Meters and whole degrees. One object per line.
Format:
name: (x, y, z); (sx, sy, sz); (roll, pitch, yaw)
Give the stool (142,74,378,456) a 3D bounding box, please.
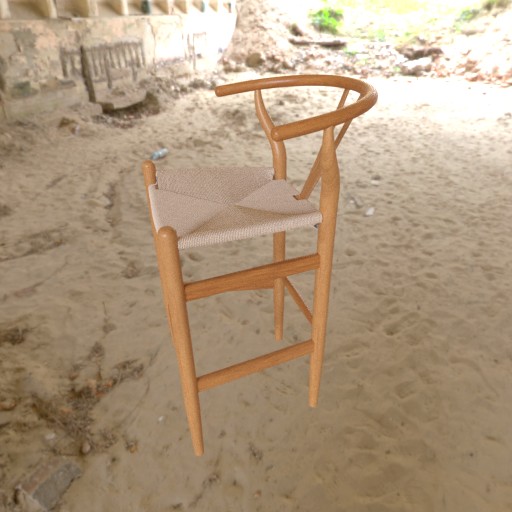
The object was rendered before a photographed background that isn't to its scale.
stool: (0.000, 0.000, 1.324); (0.579, 0.970, 0.569); (-8, 30, -14)
